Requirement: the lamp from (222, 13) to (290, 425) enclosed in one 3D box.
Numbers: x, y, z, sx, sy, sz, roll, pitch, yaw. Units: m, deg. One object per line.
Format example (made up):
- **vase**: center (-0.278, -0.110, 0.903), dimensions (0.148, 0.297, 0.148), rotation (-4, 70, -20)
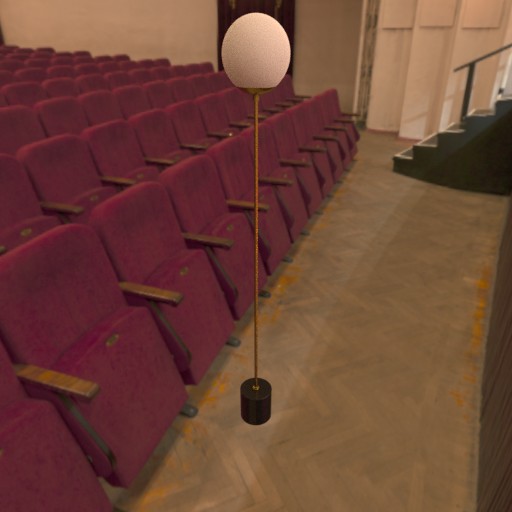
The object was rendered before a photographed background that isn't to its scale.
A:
- **lamp**: center (0.000, 0.000, 1.816), dimensions (0.229, 1.748, 0.229), rotation (9, 28, 18)
